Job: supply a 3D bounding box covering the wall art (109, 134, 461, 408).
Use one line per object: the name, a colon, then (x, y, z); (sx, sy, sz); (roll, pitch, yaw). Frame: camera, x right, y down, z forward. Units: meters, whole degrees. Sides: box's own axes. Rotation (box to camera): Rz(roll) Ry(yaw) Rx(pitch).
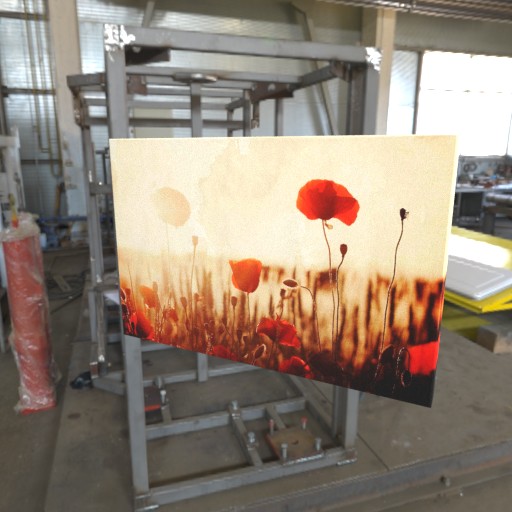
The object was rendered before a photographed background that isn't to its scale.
wall art: (0.000, 0.000, 0.776); (0.613, 0.402, 0.040); (7, 15, 26)
